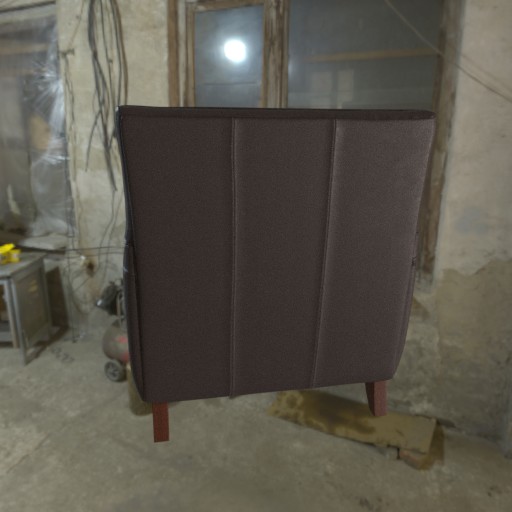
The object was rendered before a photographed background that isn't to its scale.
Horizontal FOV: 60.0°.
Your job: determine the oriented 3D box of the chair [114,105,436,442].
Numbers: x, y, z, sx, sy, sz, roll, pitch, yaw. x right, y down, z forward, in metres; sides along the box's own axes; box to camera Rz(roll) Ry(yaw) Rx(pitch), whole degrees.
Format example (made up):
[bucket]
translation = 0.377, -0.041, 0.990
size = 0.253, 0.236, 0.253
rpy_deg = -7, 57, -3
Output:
[chair]
translation = 0.000, 0.000, 1.561
size = 0.870, 0.943, 0.825
rpy_deg = -3, 14, -10
